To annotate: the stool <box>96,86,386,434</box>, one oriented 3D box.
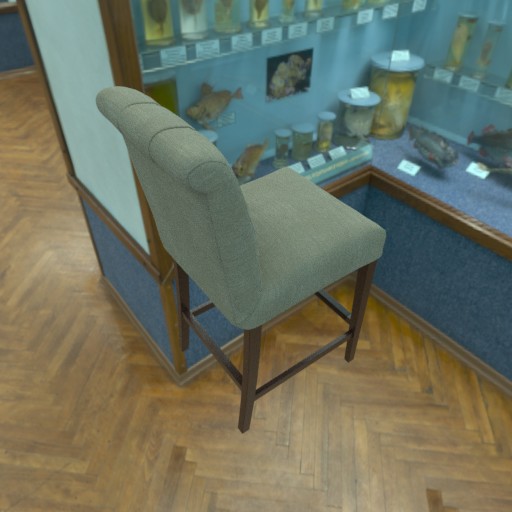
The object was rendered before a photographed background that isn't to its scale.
[{"bbox_3d":[0.000,0.000,1.418,0.660,1.084,0.486,-25,47,-26],"label":"stool"}]
